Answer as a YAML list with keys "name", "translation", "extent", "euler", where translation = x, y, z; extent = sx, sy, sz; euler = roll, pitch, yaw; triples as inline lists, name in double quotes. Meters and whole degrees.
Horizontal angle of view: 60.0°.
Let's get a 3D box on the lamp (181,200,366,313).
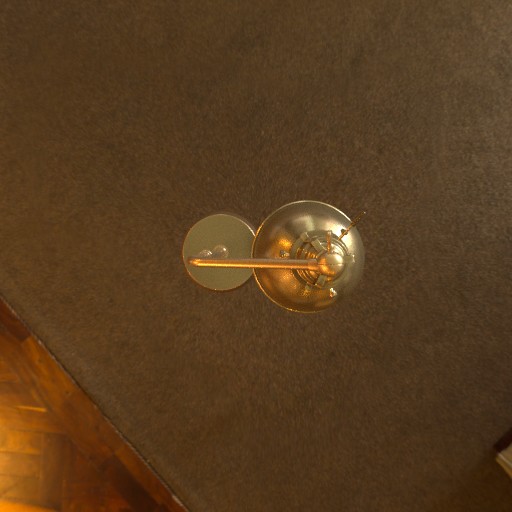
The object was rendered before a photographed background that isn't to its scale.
- name: "lamp"
  translation: [0.000, 0.000, 0.605]
  extent: [0.286, 0.456, 0.153]
  euler: [0, 92, 1]
